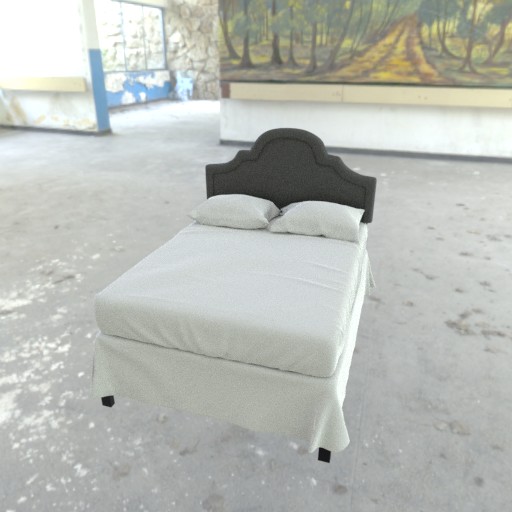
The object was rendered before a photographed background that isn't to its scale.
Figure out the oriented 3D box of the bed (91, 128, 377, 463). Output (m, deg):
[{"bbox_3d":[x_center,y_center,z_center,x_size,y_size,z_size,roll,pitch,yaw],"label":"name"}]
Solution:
[{"bbox_3d":[0.000,0.000,3.374,1.780,1.634,2.222,7,25,16],"label":"bed"}]
